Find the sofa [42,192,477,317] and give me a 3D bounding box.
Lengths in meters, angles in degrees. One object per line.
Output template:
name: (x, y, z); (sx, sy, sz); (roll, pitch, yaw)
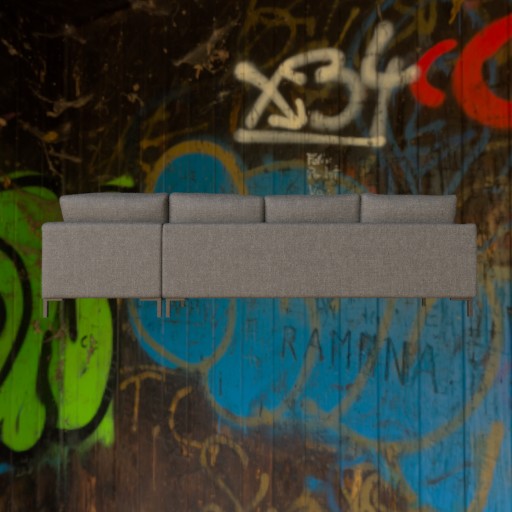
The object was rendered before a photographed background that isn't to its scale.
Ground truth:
sofa: (0.000, 0.000, 3.930); (2.972, 0.858, 1.984); (0, -1, -1)
